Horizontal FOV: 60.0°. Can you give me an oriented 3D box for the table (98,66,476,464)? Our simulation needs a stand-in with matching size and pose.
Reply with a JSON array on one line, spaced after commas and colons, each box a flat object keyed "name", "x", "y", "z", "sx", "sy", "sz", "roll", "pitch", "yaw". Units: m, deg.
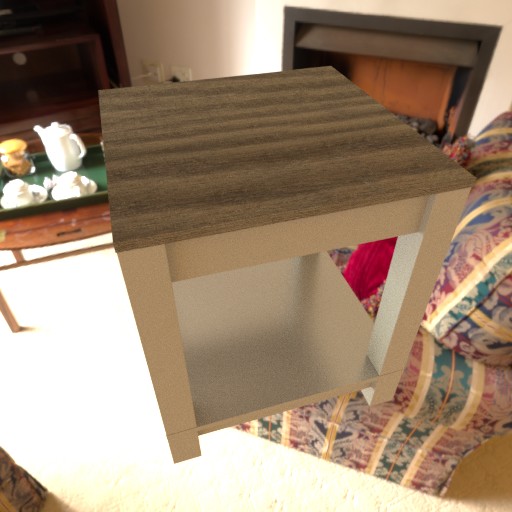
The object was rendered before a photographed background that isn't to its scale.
[{"name": "table", "x": 0.000, "y": 0.000, "z": 0.953, "sx": 0.506, "sy": 0.587, "sz": 0.504, "roll": -11, "pitch": 42, "yaw": -13}]
